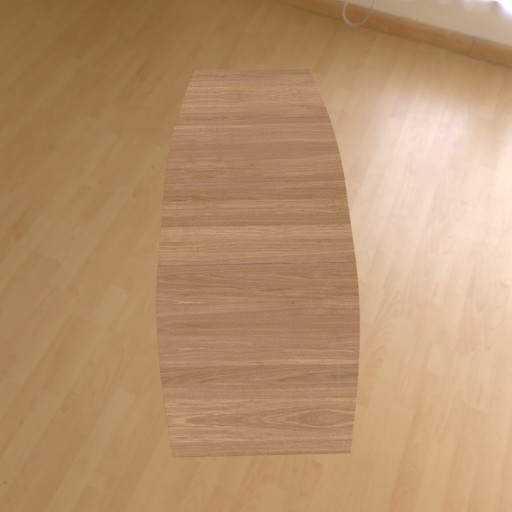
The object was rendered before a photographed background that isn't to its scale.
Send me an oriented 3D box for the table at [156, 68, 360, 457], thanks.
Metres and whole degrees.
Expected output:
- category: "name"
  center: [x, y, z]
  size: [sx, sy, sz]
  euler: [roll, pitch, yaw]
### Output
- category: "table"
  center: [0.000, 0.000, 2.443]
  size: [0.900, 0.750, 2.032]
  euler: [-1, 64, -1]
